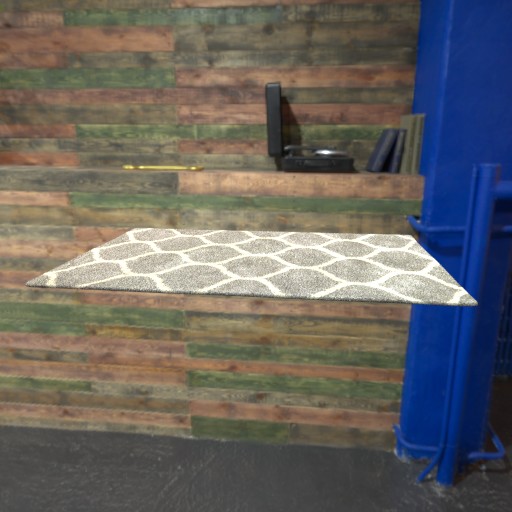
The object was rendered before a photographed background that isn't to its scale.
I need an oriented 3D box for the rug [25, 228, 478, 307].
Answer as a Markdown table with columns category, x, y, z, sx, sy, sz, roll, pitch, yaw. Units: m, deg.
| category | x | y | z | sx | sy | sz | roll | pitch | yaw |
| --- | --- | --- | --- | --- | --- | --- | --- | --- | --- |
| rug | 0.000 | 0.000 | 3.457 | 2.701 | 0.026 | 1.801 | 2 | 15 | 7 |
